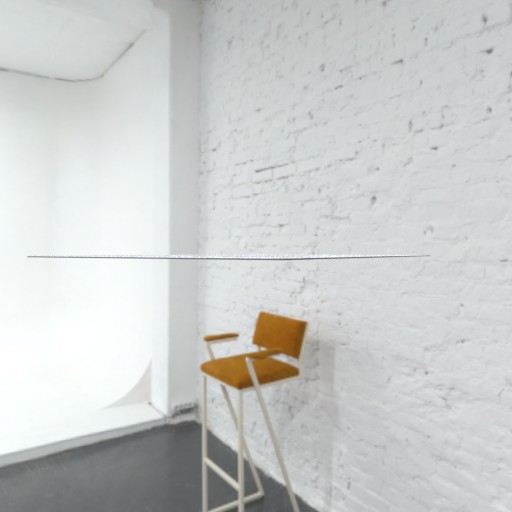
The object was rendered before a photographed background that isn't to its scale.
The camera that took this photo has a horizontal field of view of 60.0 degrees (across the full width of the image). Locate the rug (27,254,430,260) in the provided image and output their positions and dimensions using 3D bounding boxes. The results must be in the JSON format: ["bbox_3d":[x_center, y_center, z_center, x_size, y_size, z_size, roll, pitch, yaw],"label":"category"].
[{"bbox_3d":[0.000,0.000,4.145,2.438,0.012,3.048,0,1,35],"label":"rug"}]
